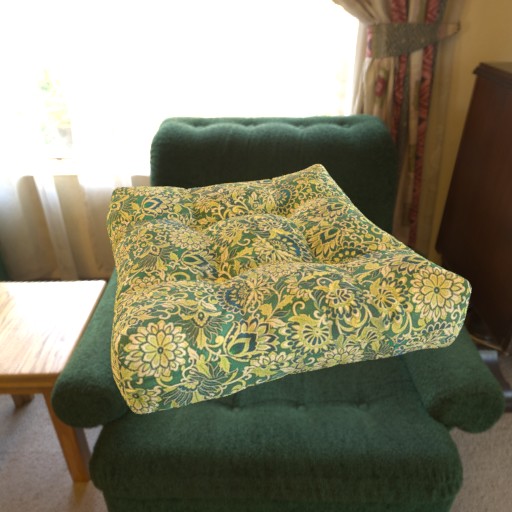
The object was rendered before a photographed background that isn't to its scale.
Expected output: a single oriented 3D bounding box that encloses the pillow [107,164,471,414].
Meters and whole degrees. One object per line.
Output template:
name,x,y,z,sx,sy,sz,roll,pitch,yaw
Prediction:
pillow,0.000,0.000,0.733,0.468,0.128,0.490,-9,32,-14
